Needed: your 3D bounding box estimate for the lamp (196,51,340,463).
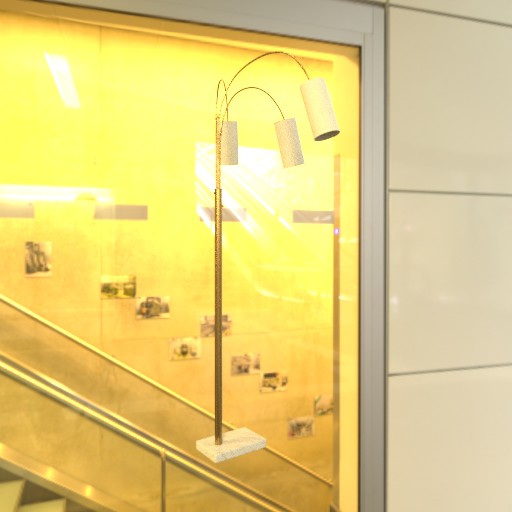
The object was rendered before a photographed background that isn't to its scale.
[{"bbox_3d":[0.000,0.000,2.476,0.667,2.055,1.020,-1,1,-36],"label":"lamp"}]
